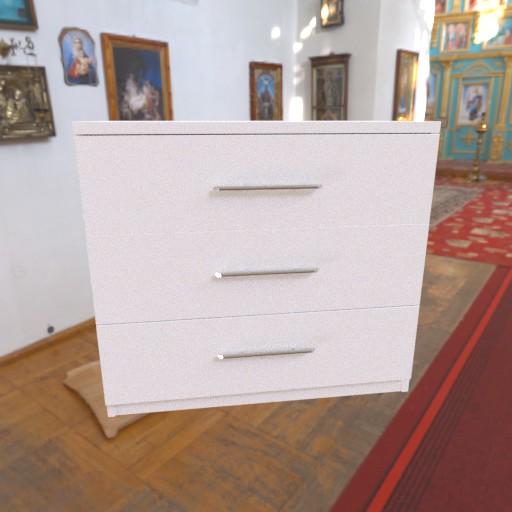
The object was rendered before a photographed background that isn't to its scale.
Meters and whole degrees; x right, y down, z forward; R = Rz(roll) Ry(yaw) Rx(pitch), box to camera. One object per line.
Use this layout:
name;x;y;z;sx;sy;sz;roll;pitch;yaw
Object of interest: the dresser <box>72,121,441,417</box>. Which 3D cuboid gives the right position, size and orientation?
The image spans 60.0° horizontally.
dresser;0.000;0.000;1.271;0.830;0.740;0.420;-2;17;-8
